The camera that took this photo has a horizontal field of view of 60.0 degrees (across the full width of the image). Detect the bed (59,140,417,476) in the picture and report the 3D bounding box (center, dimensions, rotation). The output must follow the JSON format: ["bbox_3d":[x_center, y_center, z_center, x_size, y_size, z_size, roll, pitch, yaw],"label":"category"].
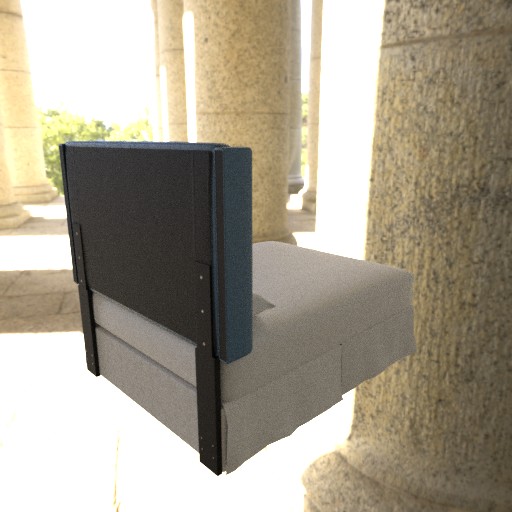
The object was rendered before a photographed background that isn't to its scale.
[{"bbox_3d":[0.000,0.000,3.298,2.078,1.665,1.719,-14,20,-43],"label":"bed"}]
